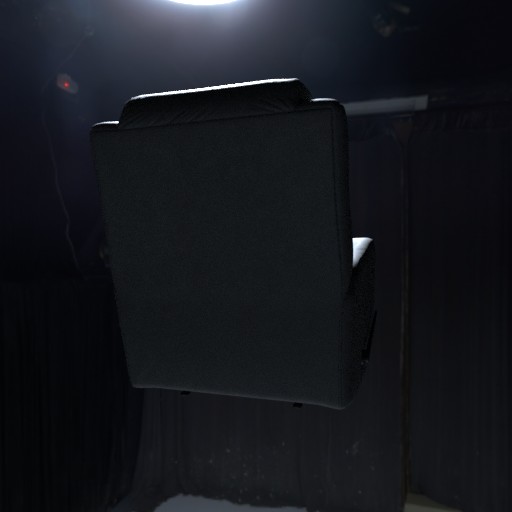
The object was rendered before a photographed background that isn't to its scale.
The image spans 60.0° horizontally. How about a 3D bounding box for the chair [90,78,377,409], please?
[{"bbox_3d":[0.000,0.000,1.877,0.967,1.116,1.068,0,0,18],"label":"chair"}]
